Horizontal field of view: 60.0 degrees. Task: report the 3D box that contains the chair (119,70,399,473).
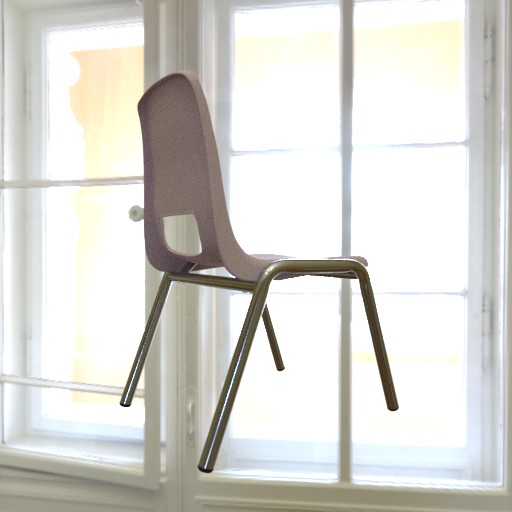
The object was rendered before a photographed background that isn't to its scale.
[{"bbox_3d":[0.000,0.000,0.848,0.423,0.586,0.354,-1,2,-37],"label":"chair"}]
